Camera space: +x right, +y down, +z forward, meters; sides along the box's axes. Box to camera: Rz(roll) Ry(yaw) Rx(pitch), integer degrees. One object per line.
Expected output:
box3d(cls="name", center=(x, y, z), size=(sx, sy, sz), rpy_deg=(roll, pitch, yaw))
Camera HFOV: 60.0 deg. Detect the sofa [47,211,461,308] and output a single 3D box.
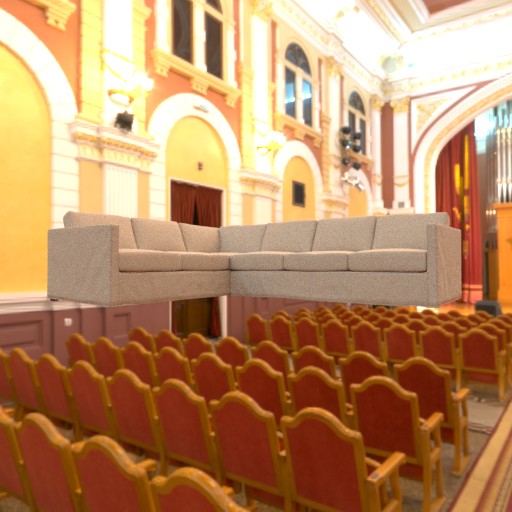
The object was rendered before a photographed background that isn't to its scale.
box3d(cls="sofa", center=(0.000, 0.000, 4.248), size=(3.182, 0.871, 2.432), rpy_deg=(-1, -1, 36))
